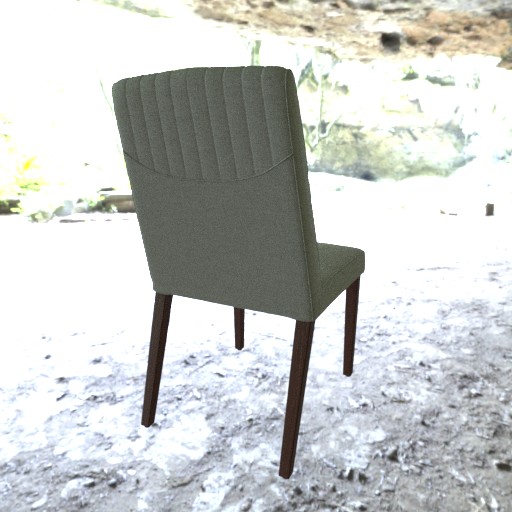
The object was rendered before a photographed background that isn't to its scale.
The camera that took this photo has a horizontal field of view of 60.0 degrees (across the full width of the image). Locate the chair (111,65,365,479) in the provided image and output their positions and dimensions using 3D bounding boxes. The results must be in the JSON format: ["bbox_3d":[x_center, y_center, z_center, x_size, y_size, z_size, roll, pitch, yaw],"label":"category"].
[{"bbox_3d":[0.000,0.000,1.228,0.480,0.900,0.594,7,16,26],"label":"chair"}]
